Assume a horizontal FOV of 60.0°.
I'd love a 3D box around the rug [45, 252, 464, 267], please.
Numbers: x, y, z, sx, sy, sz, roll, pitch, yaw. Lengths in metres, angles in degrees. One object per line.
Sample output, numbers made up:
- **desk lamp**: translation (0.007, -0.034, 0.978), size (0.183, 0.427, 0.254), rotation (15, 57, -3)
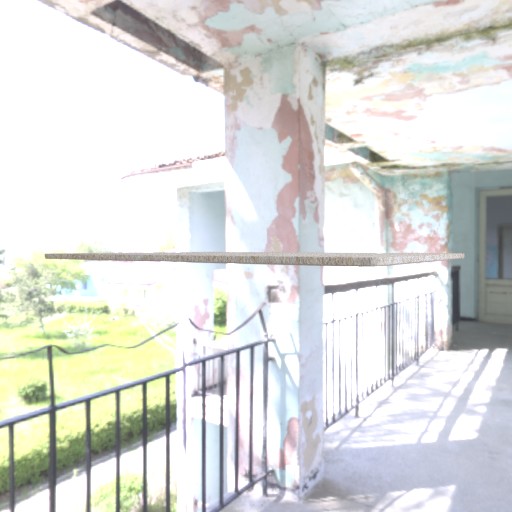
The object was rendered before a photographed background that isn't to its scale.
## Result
- **rug**: translation (0.000, 0.000, 2.091), size (1.600, 0.025, 1.199), rotation (1, 1, 35)
